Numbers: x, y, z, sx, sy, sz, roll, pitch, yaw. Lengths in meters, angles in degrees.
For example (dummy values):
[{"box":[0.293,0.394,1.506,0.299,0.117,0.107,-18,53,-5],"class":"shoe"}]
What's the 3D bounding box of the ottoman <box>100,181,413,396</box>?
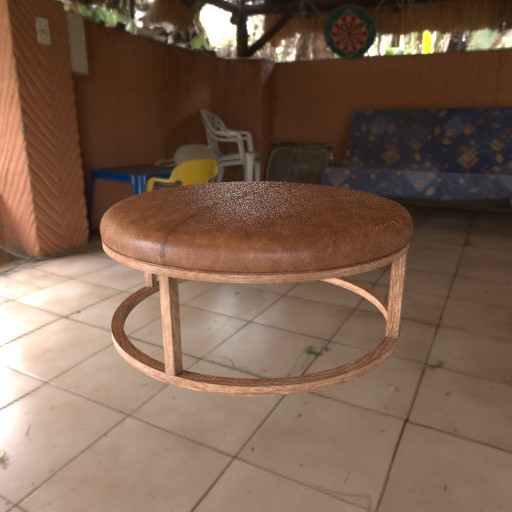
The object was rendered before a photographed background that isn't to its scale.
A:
[{"box":[0.000,0.000,1.539,1.006,0.445,1.006,0,17,0],"class":"ottoman"}]
